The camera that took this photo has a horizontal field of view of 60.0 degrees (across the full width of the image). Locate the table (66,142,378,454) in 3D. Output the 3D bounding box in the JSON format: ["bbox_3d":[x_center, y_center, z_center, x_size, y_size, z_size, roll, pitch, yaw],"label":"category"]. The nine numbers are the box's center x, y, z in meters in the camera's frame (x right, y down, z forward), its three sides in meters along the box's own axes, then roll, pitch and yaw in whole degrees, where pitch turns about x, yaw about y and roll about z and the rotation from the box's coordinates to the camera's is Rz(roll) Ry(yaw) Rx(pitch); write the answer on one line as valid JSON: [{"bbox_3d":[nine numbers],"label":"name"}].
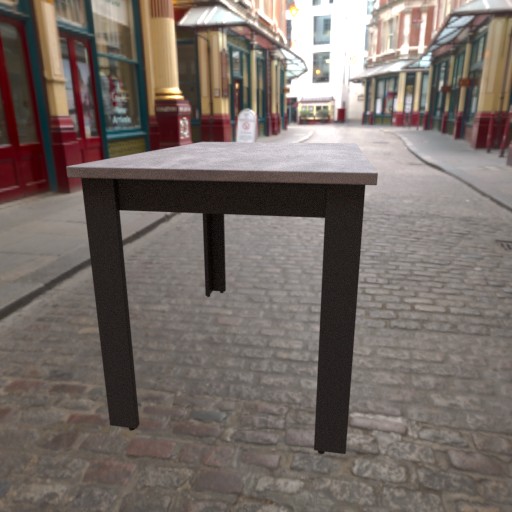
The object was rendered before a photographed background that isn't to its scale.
[{"bbox_3d":[0.000,0.000,1.593,0.700,0.734,1.100,3,18,9],"label":"table"}]
